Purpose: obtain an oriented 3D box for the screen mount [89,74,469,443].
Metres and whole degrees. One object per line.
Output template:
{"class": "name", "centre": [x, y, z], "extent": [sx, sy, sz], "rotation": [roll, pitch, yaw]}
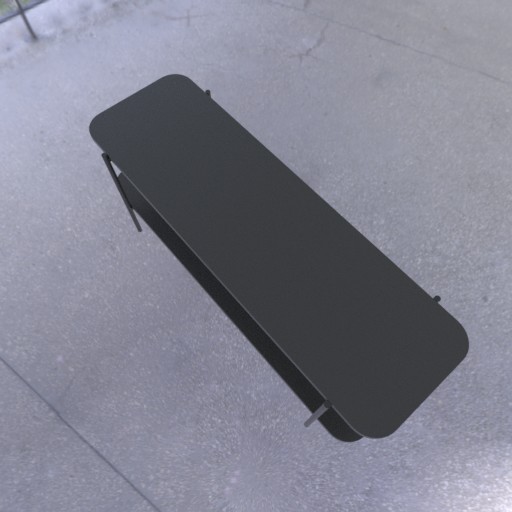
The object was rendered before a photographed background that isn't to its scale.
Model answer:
{"class": "screen mount", "centre": [0.000, 0.000, 1.394], "extent": [0.400, 0.447, 1.200], "rotation": [-38, 70, -17]}
